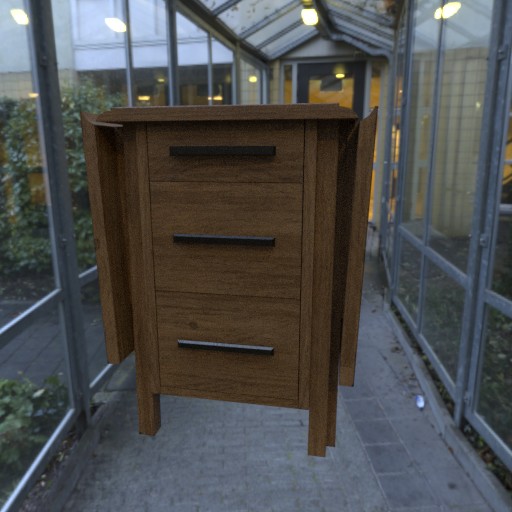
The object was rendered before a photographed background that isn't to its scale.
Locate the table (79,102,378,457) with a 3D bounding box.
[{"bbox_3d":[0.000,0.000,1.291,0.591,0.763,0.746,3,13,11],"label":"table"}]
